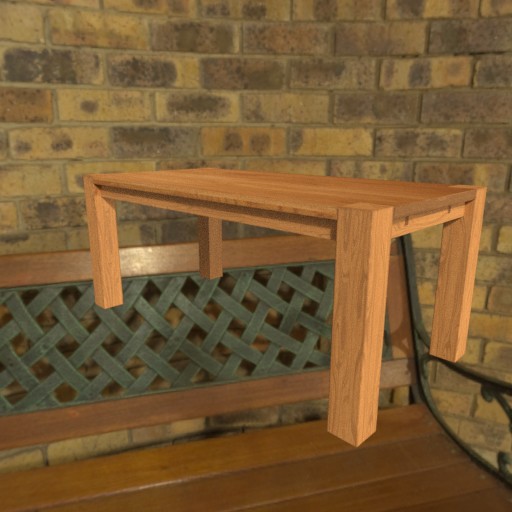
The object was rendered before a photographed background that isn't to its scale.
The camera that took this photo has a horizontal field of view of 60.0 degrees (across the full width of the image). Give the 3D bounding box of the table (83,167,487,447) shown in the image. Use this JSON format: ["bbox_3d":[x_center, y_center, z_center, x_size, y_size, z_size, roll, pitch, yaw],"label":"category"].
[{"bbox_3d":[0.000,0.000,2.234,1.800,0.760,0.900,14,20,43],"label":"table"}]
